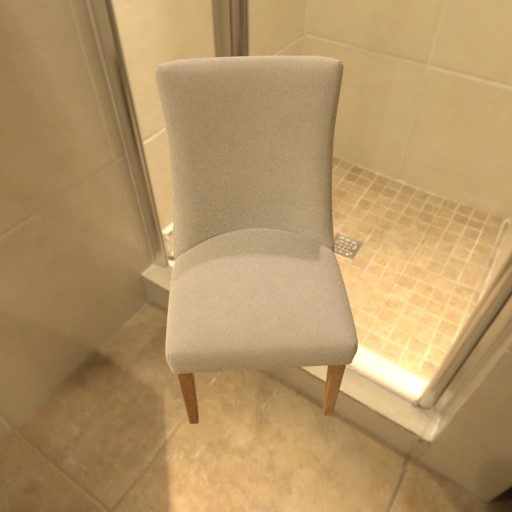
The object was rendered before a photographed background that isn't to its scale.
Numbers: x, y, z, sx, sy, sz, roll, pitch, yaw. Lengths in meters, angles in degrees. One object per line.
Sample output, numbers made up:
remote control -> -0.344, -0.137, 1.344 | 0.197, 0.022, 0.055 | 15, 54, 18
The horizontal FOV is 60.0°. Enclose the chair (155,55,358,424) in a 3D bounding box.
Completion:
chair -> 0.000, 0.000, 1.267 | 0.495, 0.902, 0.610 | -3, 47, -2
